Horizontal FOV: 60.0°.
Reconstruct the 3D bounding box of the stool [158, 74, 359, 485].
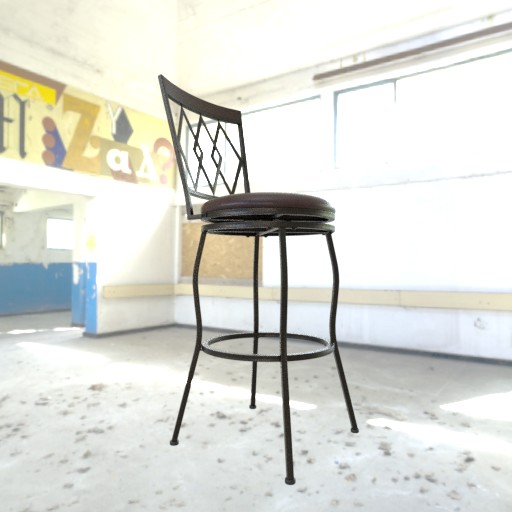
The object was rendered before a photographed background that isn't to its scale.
[{"bbox_3d":[0.000,0.000,1.416,0.521,1.134,0.432,-1,-1,35],"label":"stool"}]
